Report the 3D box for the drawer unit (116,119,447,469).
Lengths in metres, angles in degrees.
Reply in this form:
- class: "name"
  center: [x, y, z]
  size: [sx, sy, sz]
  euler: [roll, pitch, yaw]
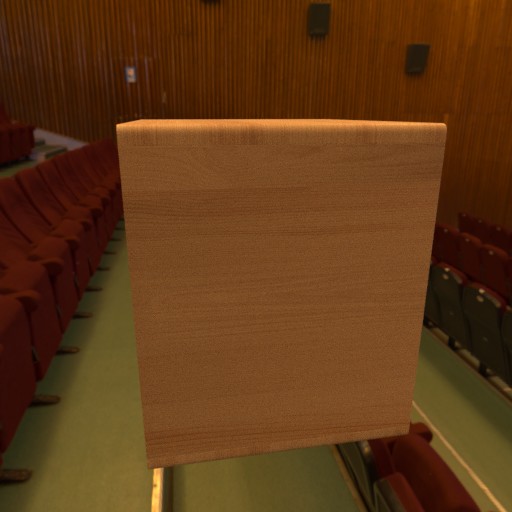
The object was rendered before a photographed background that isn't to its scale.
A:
- class: "drawer unit"
  center: [0.000, 0.000, 0.590]
  size: [0.290, 0.344, 0.344]
  euler: [-3, 18, -10]
